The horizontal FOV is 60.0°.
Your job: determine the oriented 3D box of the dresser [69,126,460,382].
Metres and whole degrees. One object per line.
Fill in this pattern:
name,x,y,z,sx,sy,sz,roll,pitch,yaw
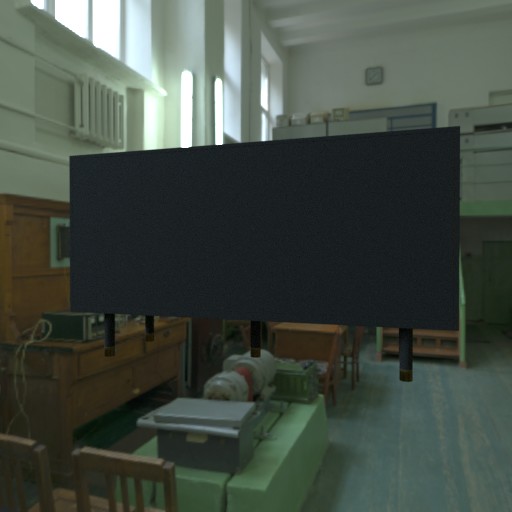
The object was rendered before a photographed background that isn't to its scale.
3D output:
dresser,0.000,0.000,1.923,1.558,0.872,0.463,0,1,17
